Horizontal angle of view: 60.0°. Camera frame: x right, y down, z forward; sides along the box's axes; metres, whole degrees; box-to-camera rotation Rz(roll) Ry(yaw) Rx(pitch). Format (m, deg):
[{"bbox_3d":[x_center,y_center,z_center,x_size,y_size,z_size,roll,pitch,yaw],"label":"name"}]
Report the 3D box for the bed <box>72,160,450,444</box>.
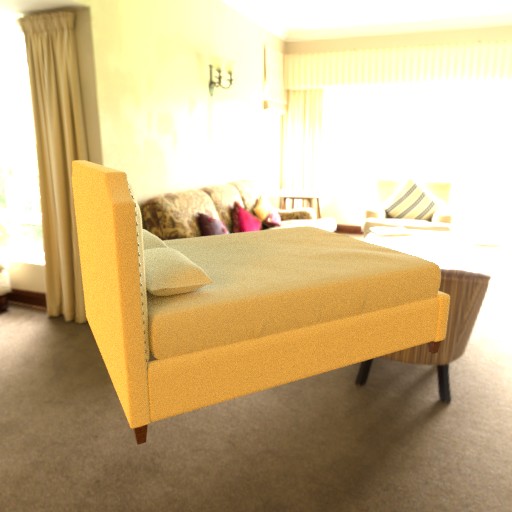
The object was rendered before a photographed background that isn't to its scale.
[{"bbox_3d":[0.000,0.000,3.369,2.329,1.415,1.703,-8,17,-27],"label":"bed"}]
